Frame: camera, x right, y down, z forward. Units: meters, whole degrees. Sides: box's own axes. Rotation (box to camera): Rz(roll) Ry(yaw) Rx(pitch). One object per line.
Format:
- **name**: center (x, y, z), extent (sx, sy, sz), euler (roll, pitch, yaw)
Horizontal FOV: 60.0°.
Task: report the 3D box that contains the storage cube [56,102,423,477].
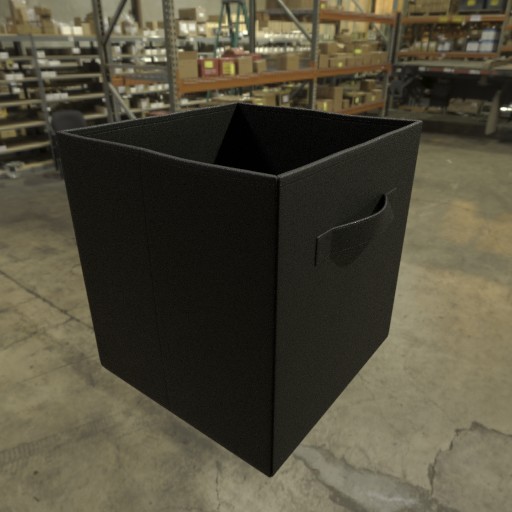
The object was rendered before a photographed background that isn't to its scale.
- **storage cube**: center (0.000, 0.000, 0.492), extent (0.270, 0.280, 0.270), euler (19, 32, 33)
